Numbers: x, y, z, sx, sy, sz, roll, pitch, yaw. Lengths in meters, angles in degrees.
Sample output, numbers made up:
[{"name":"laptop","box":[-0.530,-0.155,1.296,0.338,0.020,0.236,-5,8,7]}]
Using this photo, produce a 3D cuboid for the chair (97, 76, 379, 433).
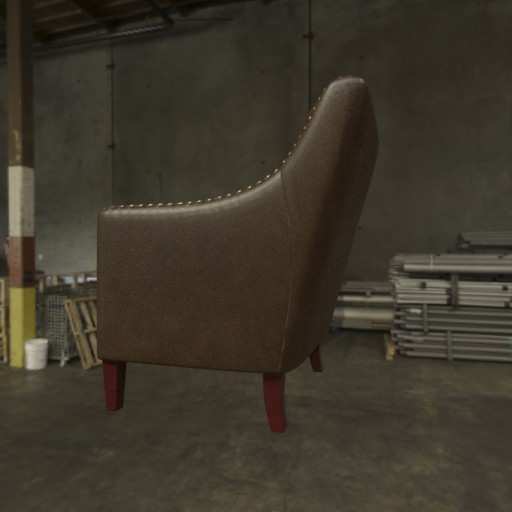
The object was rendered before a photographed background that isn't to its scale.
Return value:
[{"name":"chair","box":[0.000,0.000,1.345,0.704,0.813,0.639,0,0,18]}]
